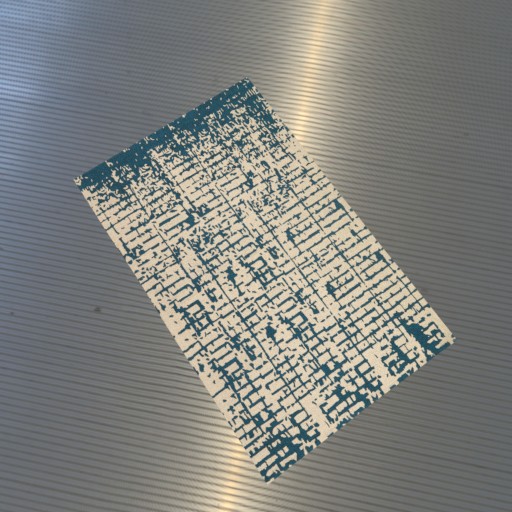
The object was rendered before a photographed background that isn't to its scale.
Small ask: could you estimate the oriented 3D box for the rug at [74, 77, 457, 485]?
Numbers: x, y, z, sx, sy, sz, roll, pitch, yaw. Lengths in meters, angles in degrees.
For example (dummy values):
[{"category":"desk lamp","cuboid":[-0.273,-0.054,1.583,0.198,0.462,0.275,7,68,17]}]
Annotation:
[{"category":"rug","cuboid":[0.000,0.000,3.048,1.517,0.011,2.435,-34,77,-9]}]
